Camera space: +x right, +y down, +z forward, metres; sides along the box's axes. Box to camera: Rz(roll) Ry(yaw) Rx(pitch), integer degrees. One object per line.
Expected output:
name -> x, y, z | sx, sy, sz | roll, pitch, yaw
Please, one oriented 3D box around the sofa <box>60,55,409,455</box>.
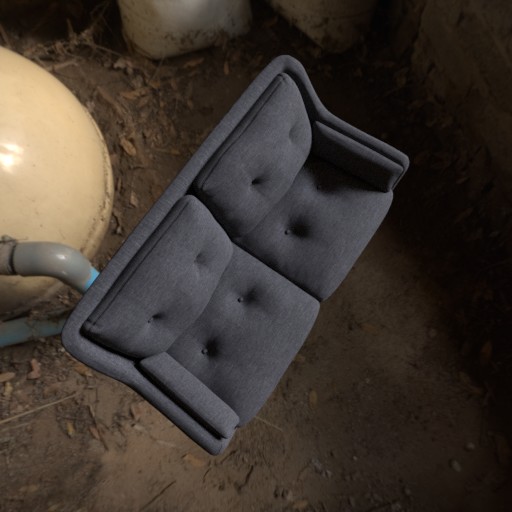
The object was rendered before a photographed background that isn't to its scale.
sofa -> 0.000, 0.000, 2.487 | 0.975, 0.896, 1.929 | 33, 78, 8
